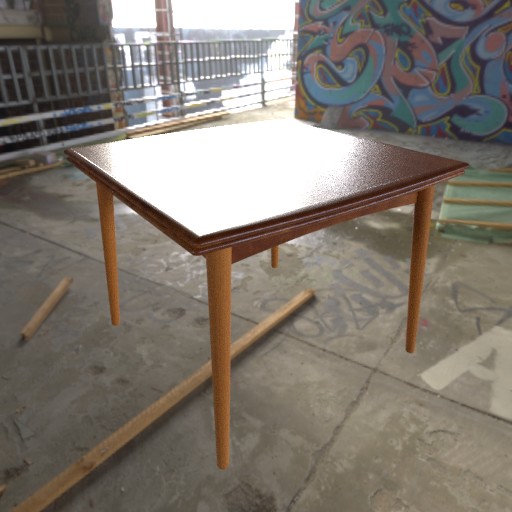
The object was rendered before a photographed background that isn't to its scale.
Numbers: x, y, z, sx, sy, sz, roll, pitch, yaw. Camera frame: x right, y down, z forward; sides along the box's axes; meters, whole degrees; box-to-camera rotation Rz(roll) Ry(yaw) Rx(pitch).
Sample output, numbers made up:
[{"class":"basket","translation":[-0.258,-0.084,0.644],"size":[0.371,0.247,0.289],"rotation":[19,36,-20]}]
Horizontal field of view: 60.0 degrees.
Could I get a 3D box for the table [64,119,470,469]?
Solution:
[{"class":"table","translation":[0.000,0.000,1.647],"size":[0.991,0.754,0.991],"rotation":[-18,32,-32]}]
